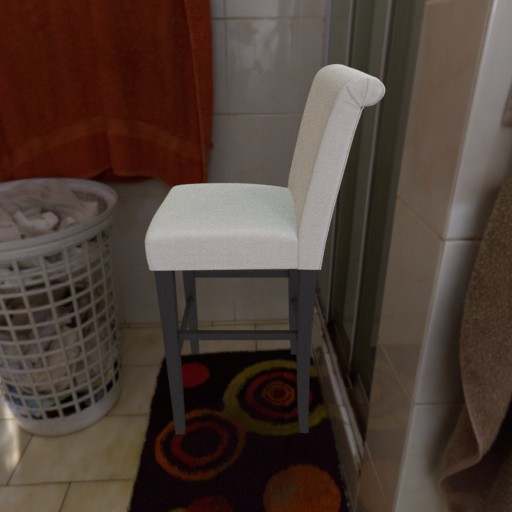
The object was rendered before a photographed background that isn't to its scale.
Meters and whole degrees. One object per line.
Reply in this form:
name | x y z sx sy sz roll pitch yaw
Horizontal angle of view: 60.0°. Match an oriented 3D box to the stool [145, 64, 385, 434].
stool | 0.000 0.000 1.444 0.597 1.124 0.452 0 27 0
